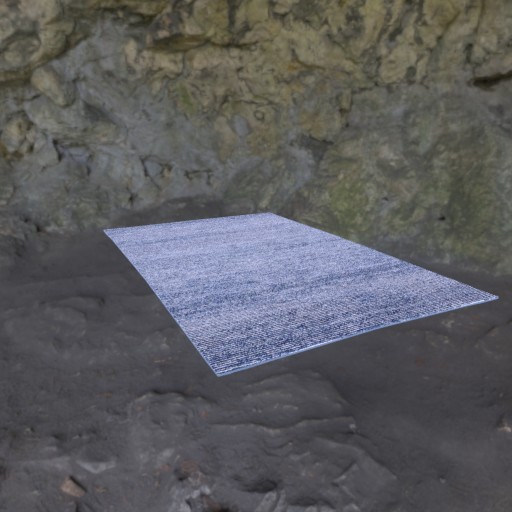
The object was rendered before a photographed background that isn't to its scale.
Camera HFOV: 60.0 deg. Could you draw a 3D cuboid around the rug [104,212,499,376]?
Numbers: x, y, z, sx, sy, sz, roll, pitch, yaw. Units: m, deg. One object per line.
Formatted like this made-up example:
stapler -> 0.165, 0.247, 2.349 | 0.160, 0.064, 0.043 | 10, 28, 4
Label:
rug -> 0.000, 0.000, 2.156 | 1.145, 0.021, 1.777 | -9, 19, -26
